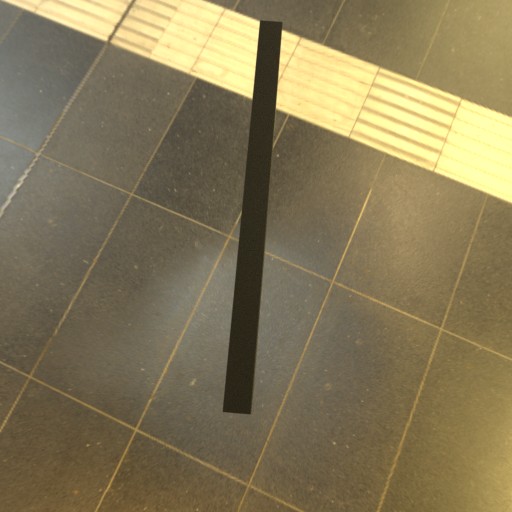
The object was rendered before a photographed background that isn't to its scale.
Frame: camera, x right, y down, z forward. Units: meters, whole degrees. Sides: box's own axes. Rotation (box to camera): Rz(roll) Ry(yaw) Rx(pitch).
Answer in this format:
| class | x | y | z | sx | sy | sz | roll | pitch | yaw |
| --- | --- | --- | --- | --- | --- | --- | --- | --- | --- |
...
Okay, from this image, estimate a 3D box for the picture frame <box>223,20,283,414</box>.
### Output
| class | x | y | z | sx | sy | sz | roll | pitch | yaw |
| --- | --- | --- | --- | --- | --- | --- | --- | --- | --- |
| picture frame | 0.000 | 0.000 | 0.762 | 0.028 | 0.556 | 0.460 | 5 | 76 | 1 |
